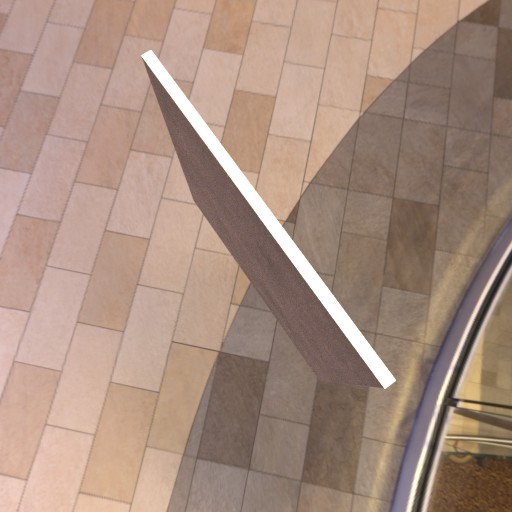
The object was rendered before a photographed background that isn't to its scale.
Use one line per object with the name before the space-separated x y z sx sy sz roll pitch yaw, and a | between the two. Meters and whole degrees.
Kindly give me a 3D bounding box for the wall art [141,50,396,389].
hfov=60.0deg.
wall art | 0.000 0.000 1.009 0.020 0.661 0.664 -34 78 -8
